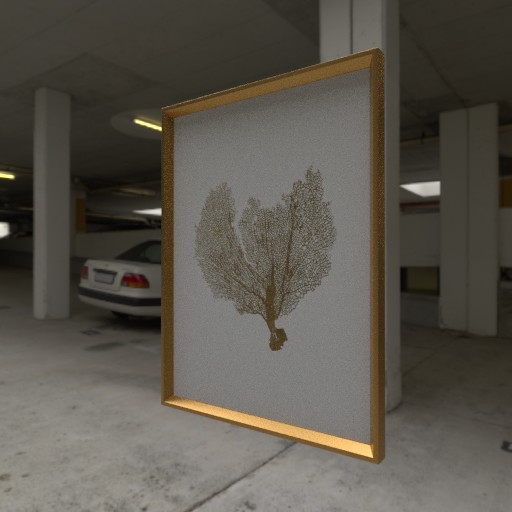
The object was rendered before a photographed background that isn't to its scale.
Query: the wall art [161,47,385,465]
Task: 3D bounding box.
[{"bbox_3d":[0.000,0.000,1.053,0.610,0.812,0.038,0,0,35],"label":"wall art"}]
